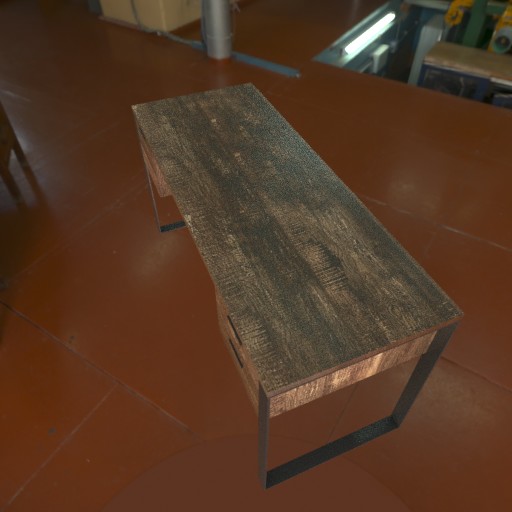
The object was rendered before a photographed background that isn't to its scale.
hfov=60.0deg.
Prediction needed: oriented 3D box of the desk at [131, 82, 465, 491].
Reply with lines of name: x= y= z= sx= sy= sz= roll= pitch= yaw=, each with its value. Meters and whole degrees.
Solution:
desk: x=0.000 y=0.000 z=1.897 sx=0.599 sy=0.762 sz=1.524 roll=-17 pitch=49 yaw=-16
